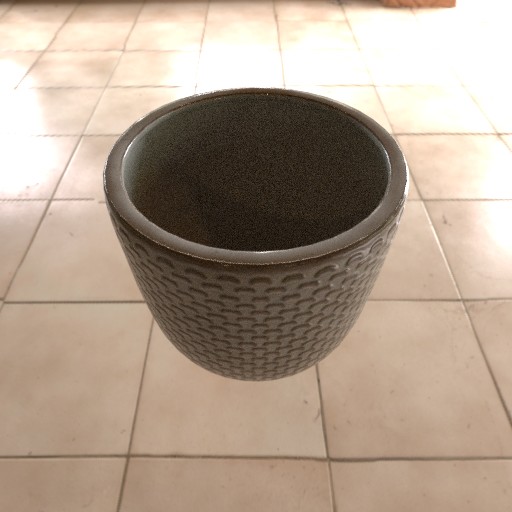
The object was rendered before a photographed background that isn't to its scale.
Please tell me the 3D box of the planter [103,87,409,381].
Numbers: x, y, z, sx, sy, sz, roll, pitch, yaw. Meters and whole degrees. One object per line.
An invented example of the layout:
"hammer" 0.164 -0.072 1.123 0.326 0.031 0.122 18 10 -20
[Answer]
"planter" 0.000 0.000 0.356 0.197 0.191 0.197 0 47 0
